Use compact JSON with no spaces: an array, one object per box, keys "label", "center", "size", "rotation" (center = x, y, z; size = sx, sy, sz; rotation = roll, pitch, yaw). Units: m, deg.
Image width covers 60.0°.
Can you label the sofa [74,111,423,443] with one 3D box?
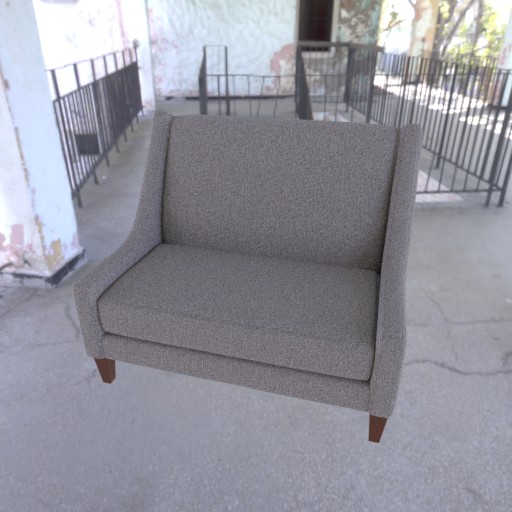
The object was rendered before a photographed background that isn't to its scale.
[{"label":"sofa","center":[0.000,0.000,1.882],"size":[1.242,1.026,0.862],"rotation":[7,28,14]}]
